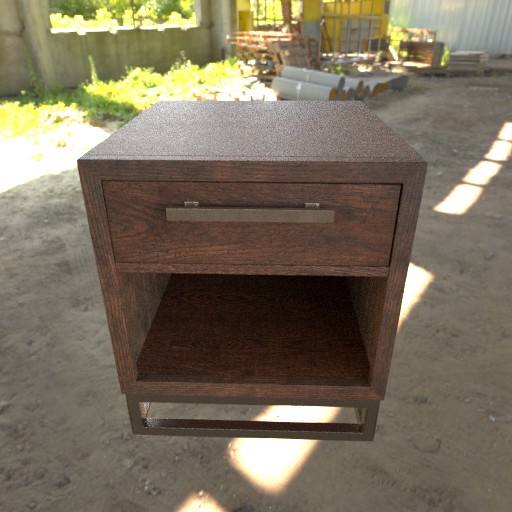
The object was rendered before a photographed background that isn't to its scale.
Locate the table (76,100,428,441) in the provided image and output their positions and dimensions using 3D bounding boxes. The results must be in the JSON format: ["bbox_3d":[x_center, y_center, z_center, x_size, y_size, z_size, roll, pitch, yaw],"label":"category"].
[{"bbox_3d":[0.000,0.000,0.997,0.506,0.582,0.566,1,28,2],"label":"table"}]
